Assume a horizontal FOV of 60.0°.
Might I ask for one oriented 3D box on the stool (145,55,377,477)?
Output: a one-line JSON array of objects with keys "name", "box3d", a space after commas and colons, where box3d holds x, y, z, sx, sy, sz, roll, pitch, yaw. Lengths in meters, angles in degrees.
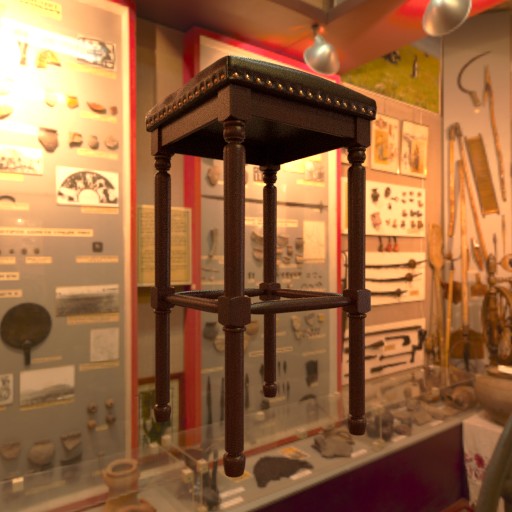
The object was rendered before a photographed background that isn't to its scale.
[{"name": "stool", "box3d": [0.000, 0.000, 1.002, 0.383, 0.768, 0.382, 0, 0, -35]}]
